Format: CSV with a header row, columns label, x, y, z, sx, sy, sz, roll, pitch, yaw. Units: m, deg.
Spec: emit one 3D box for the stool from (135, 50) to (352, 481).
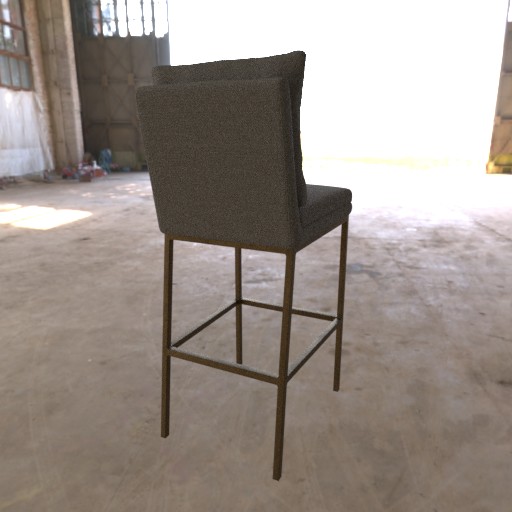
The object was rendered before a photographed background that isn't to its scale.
label,x,y,z,sx,sy,sz,roll,pitch,yaw
stool,0.000,0.000,1.421,0.463,1.132,0.569,8,17,26
